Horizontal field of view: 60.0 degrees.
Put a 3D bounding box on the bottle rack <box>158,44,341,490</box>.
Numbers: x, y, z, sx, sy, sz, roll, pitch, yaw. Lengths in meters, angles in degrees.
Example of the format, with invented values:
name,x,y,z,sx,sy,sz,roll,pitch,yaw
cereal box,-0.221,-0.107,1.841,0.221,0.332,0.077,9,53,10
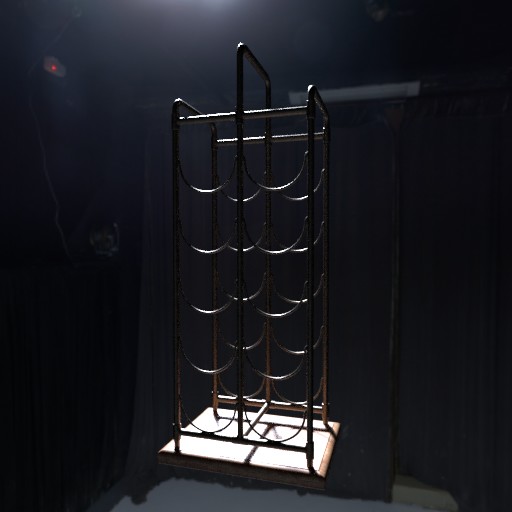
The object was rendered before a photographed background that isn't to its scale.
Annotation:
name,x,y,z,sx,sy,sz,roll,pitch,yaw
bottle rack,0.000,0.000,0.779,0.276,0.680,0.208,1,2,17
